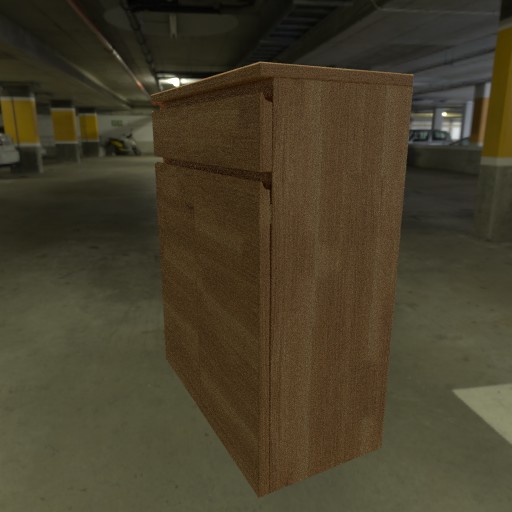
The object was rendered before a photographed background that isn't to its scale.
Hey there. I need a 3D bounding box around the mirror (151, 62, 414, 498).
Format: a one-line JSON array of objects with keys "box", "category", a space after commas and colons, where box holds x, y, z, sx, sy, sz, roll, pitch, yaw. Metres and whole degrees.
[{"box": [0.000, 0.000, 1.396, 0.400, 1.000, 0.800, -8, 17, -26], "category": "mirror"}]
